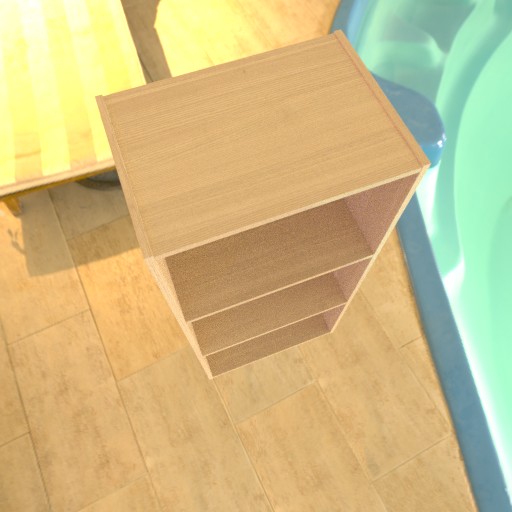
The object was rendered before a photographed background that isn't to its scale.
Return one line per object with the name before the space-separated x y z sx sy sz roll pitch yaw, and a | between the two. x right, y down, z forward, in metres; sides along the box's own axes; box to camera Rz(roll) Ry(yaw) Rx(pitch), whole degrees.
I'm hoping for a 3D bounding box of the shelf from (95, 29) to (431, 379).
shelf | 0.000 0.000 1.044 0.417 0.876 0.292 -19 66 -9
